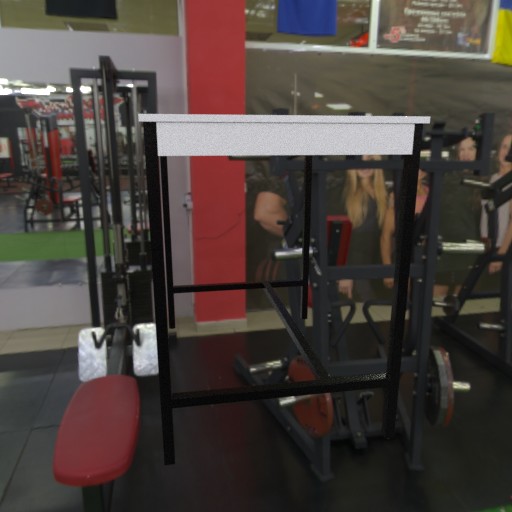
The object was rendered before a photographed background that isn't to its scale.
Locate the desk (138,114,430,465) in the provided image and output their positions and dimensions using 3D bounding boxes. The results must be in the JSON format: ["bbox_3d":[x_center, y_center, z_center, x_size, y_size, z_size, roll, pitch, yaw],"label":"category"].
[{"bbox_3d":[0.000,0.000,1.330,0.573,0.766,0.811,-3,15,-10],"label":"desk"}]
